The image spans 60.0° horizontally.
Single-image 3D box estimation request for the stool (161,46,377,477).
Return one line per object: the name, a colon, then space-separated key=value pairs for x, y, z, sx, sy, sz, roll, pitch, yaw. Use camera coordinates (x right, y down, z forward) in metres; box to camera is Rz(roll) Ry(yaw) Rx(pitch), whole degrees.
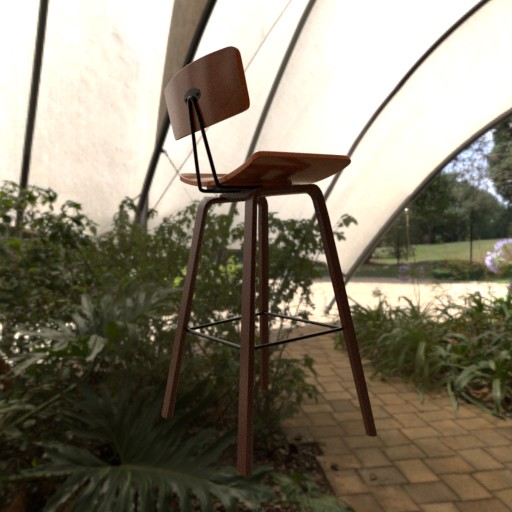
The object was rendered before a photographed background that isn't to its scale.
stool: x=0.000 y=0.000 z=1.263 sx=0.440 sy=0.969 sz=0.509 roll=-1 pitch=2 yaw=-36
